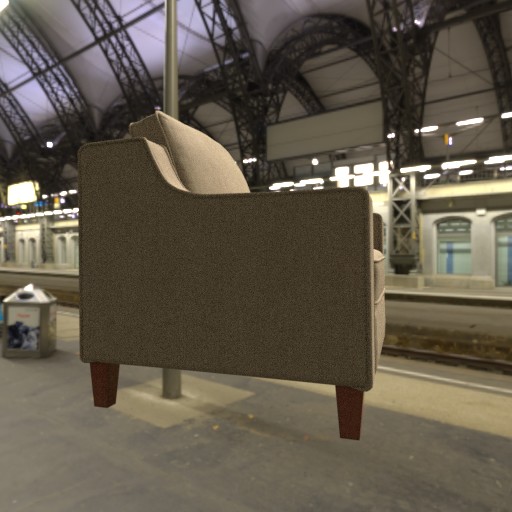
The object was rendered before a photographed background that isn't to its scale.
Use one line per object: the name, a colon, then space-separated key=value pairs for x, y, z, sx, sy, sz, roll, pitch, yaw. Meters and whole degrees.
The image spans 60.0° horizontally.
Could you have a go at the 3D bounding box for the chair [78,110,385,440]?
chair: x=0.000 y=0.000 z=1.637 sx=0.909 sy=0.960 sz=0.831 roll=0 pitch=0 yaw=18
